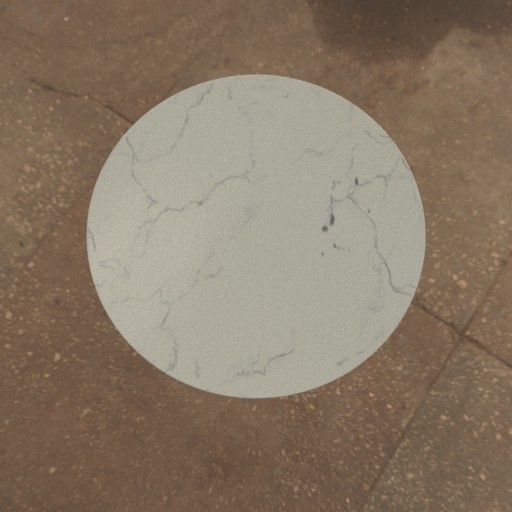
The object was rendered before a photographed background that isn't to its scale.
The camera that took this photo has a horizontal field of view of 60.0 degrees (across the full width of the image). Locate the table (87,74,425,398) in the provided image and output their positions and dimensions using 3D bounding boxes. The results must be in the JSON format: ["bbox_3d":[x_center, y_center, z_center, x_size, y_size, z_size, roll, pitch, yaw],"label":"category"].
[{"bbox_3d":[0.000,0.000,0.859,0.500,0.420,0.500,0,76,0],"label":"table"}]
